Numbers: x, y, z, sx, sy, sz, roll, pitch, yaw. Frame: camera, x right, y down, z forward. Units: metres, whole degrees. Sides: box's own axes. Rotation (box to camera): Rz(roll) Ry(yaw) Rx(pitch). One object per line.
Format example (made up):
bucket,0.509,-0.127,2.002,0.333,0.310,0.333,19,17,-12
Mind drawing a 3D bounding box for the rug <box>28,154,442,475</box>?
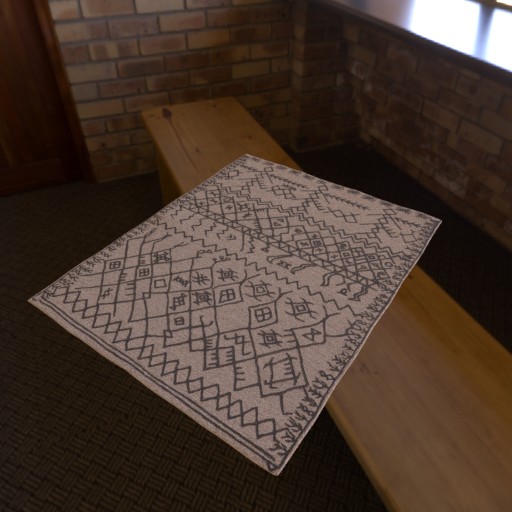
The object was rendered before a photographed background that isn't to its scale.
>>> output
rug,0.000,0.000,3.230,1.964,0.025,2.455,25,47,26
